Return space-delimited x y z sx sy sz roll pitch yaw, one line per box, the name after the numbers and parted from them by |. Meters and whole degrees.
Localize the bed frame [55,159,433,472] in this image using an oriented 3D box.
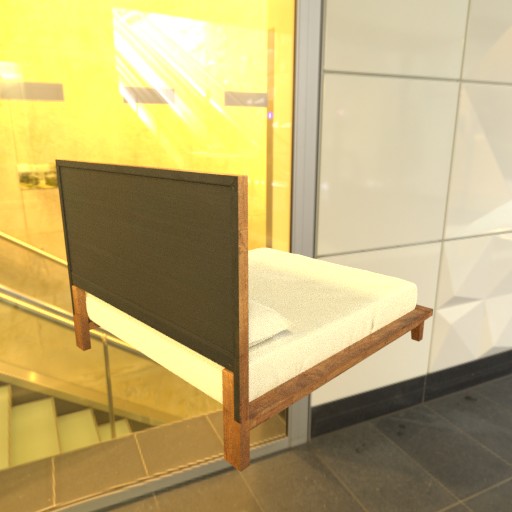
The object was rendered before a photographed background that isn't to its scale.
0.000 0.000 3.588 2.235 1.537 2.038 -14 21 -43 | bed frame
